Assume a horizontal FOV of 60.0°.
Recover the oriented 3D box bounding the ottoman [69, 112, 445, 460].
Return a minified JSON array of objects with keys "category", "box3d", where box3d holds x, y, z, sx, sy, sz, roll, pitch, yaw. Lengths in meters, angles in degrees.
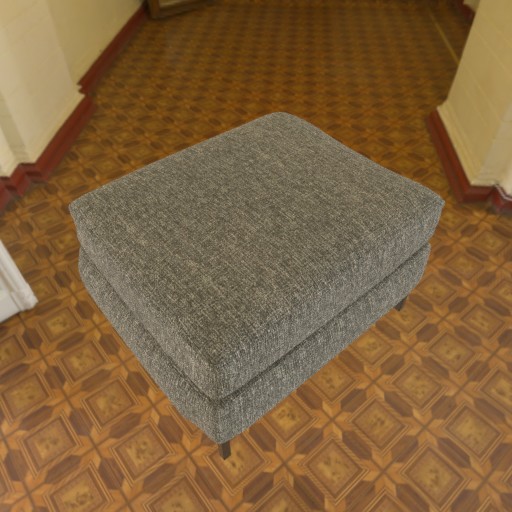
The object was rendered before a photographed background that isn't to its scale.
[{"category":"ottoman","box3d":[0.000,0.000,1.259,0.828,0.480,0.683,-32,54,-27]}]
